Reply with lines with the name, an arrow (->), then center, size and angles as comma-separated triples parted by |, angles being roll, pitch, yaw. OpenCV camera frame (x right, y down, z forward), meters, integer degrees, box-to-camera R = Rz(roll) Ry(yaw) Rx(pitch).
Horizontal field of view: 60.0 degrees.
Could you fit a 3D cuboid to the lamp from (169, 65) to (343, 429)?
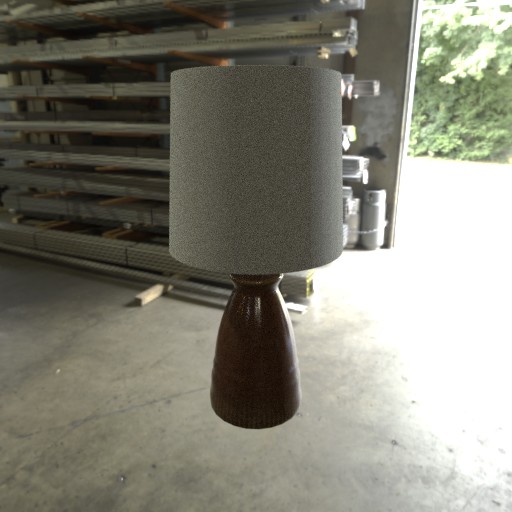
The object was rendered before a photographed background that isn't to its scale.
lamp -> 0.000, 0.000, 0.486 | 0.186, 0.369, 0.186 | 0, 17, 0
